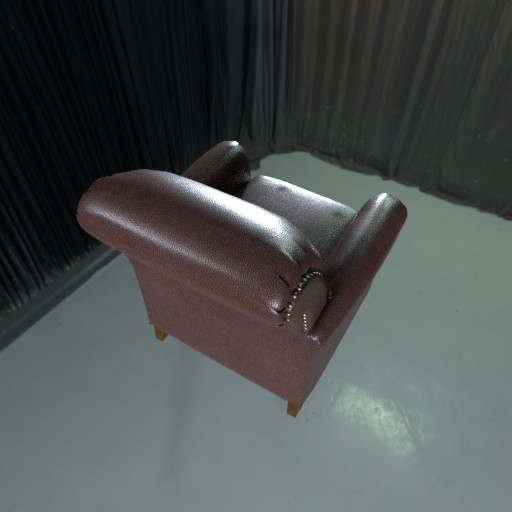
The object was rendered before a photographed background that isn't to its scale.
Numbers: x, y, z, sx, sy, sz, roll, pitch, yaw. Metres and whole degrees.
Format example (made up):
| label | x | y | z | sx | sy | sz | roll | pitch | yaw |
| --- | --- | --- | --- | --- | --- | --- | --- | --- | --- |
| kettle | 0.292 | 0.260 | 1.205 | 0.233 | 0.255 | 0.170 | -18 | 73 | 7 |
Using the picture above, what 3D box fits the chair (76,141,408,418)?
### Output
| label | x | y | z | sx | sy | sz | roll | pitch | yaw |
| --- | --- | --- | --- | --- | --- | --- | --- | --- | --- |
| chair | 0.000 | 0.000 | 1.636 | 0.854 | 0.927 | 0.890 | 24 | 51 | 21 |
